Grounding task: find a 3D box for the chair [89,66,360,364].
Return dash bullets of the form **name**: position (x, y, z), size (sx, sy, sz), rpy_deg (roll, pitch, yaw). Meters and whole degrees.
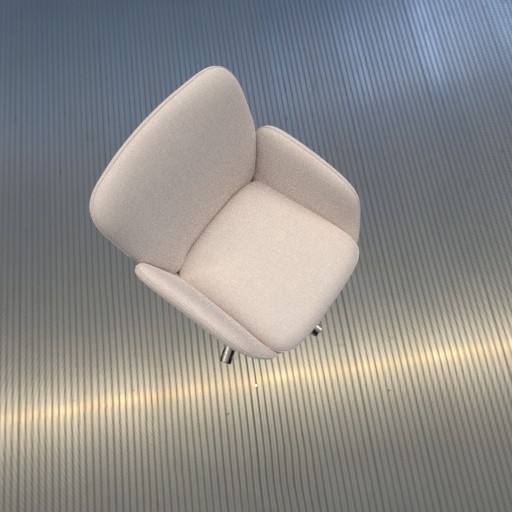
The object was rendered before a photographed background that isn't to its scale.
- **chair**: position (0.000, 0.000, 1.395), size (0.633, 0.959, 0.648), rpy_deg (35, 77, 10)
